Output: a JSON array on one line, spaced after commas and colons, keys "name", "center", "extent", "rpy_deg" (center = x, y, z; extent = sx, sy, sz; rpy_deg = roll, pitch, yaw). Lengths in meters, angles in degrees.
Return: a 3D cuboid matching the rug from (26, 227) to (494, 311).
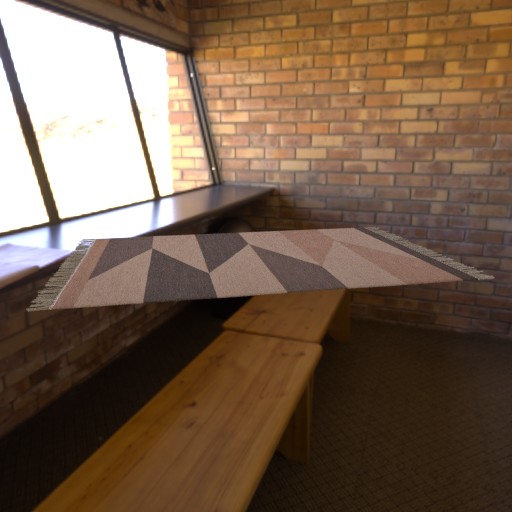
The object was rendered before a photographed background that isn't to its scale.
[{"name": "rug", "center": [0.000, 0.000, 2.422], "extent": [2.021, 0.027, 1.224], "rpy_deg": [-3, 15, -11]}]
